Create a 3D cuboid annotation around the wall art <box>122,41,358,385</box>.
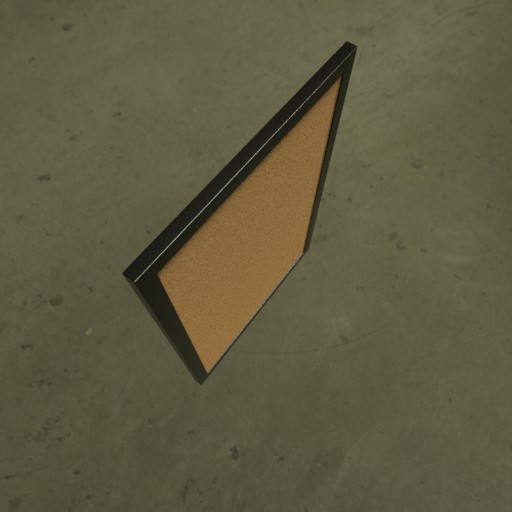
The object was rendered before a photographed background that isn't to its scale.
[{"bbox_3d":[0.000,0.000,0.565,0.013,0.432,0.304,34,69,15],"label":"wall art"}]
